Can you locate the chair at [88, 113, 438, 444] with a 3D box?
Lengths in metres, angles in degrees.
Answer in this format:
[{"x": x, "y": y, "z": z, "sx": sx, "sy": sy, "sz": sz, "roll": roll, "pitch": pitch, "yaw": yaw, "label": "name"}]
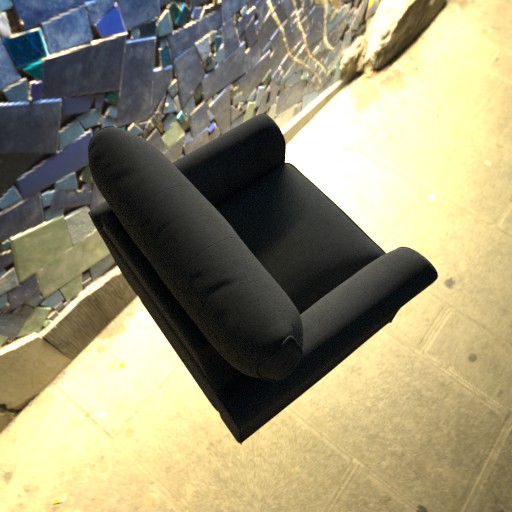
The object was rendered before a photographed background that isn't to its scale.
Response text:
[{"x": 0.000, "y": 0.000, "z": 1.595, "sx": 0.816, "sy": 0.890, "sz": 0.941, "roll": -33, "pitch": 65, "yaw": -18, "label": "chair"}]
